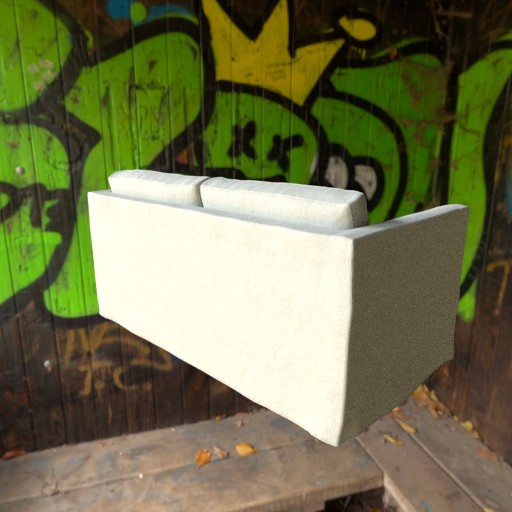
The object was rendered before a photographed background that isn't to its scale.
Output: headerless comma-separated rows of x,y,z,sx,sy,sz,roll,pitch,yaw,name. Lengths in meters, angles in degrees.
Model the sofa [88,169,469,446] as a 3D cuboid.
0.000,0.000,2.234,1.727,0.830,0.944,14,20,43,sofa
